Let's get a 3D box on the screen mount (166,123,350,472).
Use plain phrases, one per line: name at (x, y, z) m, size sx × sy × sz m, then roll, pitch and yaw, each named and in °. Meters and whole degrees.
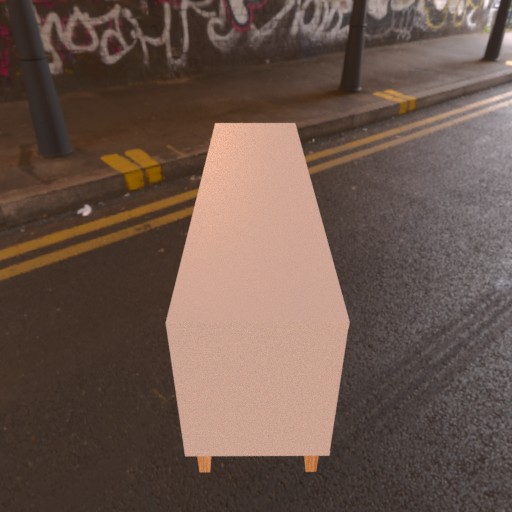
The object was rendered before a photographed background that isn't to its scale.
screen mount at (0.000, 0.000, 1.756) m, size 0.400 × 0.619 × 1.490 m, roll 0°, pitch 33°, yaw 0°
